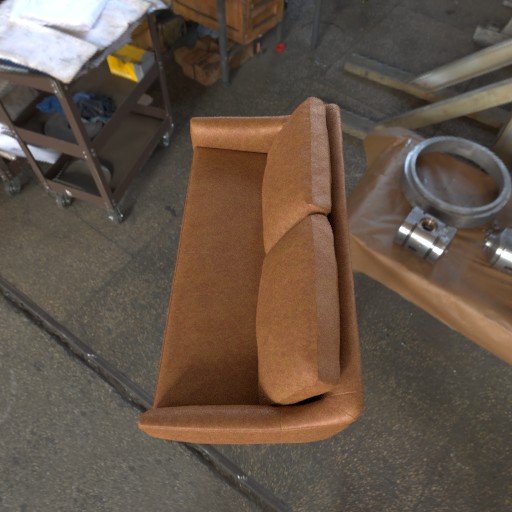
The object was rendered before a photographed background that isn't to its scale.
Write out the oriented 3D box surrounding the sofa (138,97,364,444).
[{"bbox_3d":[0.000,0.000,2.599,0.981,0.945,2.036,2,58,1],"label":"sofa"}]
